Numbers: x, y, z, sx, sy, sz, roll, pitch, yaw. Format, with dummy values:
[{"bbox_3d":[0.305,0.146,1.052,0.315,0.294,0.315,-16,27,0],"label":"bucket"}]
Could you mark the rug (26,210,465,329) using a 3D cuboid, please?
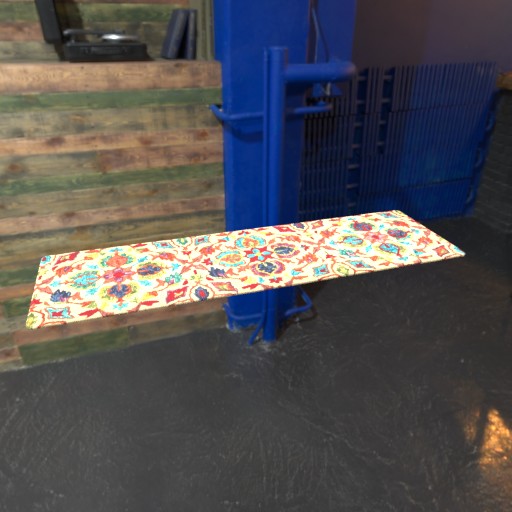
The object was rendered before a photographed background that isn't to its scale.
[{"bbox_3d":[0.000,0.000,2.472,2.273,0.016,0.693,-8,29,-15],"label":"rug"}]
